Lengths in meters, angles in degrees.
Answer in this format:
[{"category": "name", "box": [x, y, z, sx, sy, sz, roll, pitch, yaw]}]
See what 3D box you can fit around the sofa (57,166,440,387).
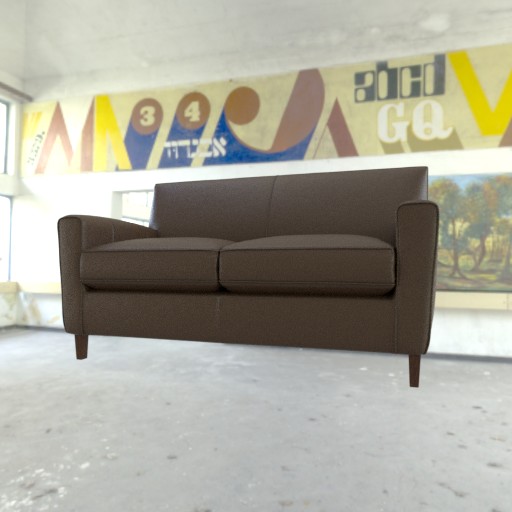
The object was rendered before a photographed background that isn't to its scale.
[{"category": "sofa", "box": [0.000, 0.000, 1.966, 1.468, 0.859, 0.853, 0, -1, 18]}]
